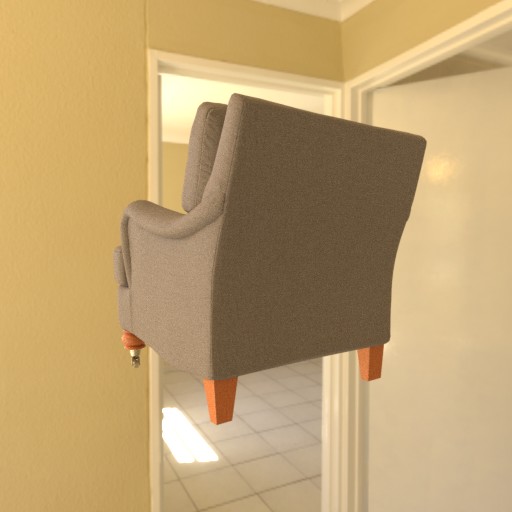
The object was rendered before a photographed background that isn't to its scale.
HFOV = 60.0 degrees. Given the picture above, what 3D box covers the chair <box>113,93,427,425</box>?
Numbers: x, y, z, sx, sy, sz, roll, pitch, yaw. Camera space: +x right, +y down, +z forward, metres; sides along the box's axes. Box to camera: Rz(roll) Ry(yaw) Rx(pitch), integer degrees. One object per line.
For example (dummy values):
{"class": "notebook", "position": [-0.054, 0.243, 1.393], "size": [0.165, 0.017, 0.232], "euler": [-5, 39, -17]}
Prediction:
{"class": "chair", "position": [0.000, 0.000, 1.891], "size": [0.955, 1.038, 1.070], "euler": [-2, 3, -36]}
